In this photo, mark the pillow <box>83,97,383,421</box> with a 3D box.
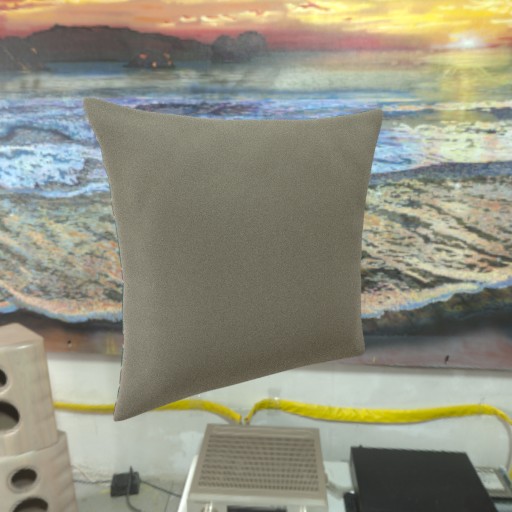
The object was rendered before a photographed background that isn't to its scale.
[{"bbox_3d":[0.000,0.000,0.778,0.526,0.507,0.166,-7,17,-26],"label":"pillow"}]
